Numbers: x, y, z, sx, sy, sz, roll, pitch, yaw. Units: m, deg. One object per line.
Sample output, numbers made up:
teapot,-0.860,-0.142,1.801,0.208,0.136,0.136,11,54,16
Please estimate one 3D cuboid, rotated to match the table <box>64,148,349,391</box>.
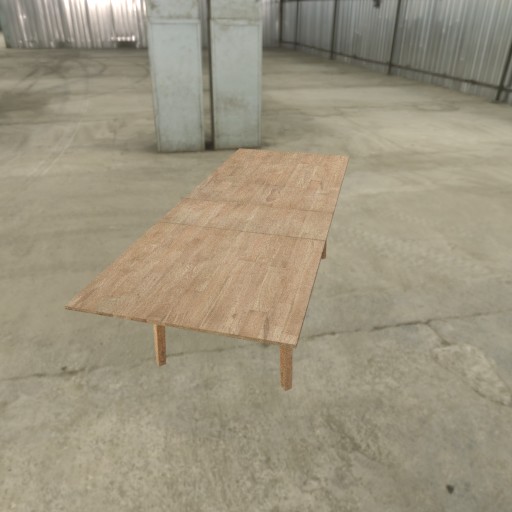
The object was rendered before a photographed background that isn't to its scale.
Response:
table,0.000,0.000,3.059,1.000,0.752,2.603,7,29,13
